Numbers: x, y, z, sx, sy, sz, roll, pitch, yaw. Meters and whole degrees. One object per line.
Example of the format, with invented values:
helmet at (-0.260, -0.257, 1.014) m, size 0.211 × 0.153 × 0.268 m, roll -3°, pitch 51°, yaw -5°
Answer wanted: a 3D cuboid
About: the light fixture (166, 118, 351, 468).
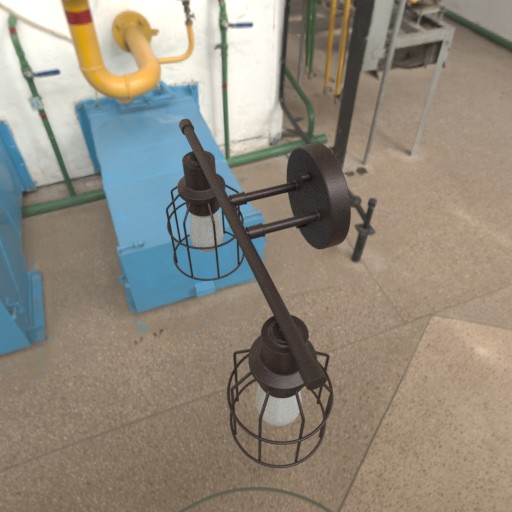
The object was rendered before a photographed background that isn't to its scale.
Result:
light fixture at (0.000, 0.000, 0.527) m, size 0.165 × 0.254 × 0.406 m, roll -15°, pitch 49°, yaw -14°
